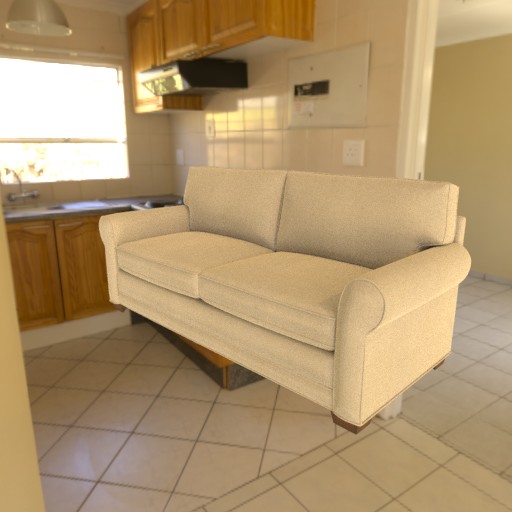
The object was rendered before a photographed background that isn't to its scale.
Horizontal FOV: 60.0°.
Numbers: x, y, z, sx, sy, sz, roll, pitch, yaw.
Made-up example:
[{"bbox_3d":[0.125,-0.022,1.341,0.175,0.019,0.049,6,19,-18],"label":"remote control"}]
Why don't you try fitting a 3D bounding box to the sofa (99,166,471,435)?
[{"bbox_3d":[0.000,0.000,2.587,2.146,0.962,0.901,14,20,43],"label":"sofa"}]
